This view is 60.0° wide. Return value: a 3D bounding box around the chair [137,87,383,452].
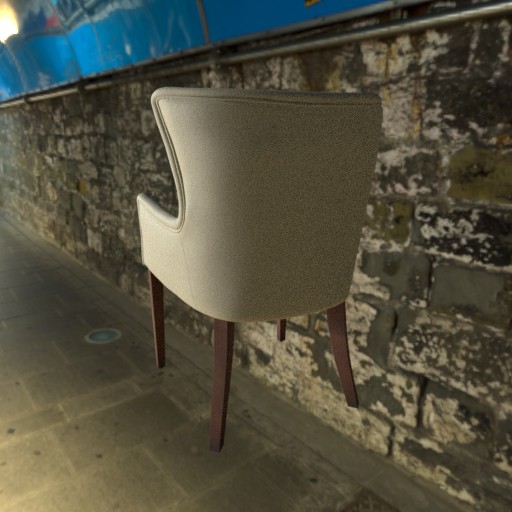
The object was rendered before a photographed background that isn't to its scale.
[{"bbox_3d":[0.000,0.000,1.404,0.660,0.952,0.686,-7,17,-25],"label":"chair"}]
